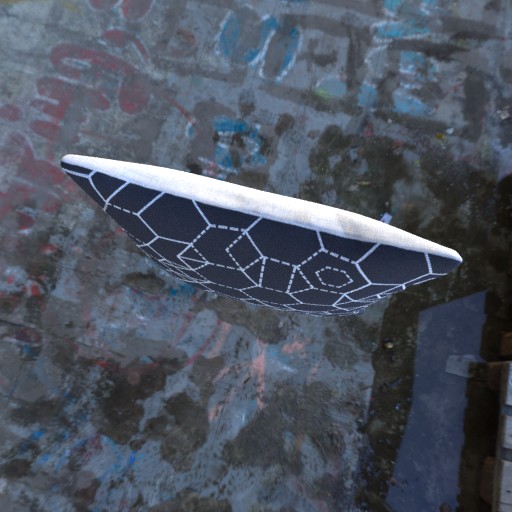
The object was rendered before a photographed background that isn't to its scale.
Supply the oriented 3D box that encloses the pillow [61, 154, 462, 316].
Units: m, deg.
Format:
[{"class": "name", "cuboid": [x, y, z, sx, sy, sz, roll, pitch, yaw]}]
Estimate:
[{"class": "pillow", "cuboid": [0.000, 0.000, 0.794, 0.517, 0.508, 0.158, 14, 77, 3]}]
